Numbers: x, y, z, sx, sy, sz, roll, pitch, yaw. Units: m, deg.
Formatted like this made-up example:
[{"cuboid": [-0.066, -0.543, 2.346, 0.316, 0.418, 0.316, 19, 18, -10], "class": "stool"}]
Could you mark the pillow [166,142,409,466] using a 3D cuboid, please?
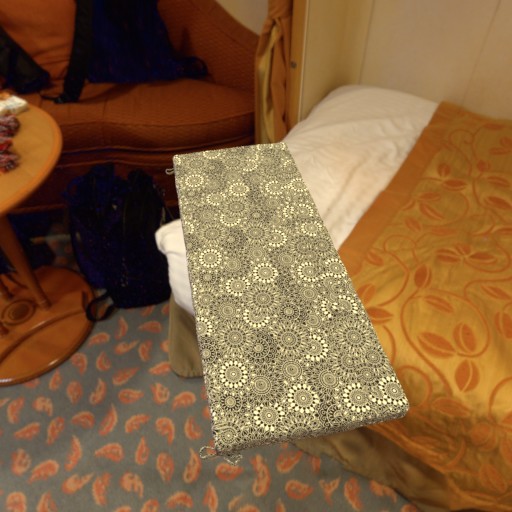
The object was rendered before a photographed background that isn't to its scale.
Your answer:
[{"cuboid": [0.000, 0.000, 1.383, 0.492, 0.081, 1.187, -9, 47, -8], "class": "pillow"}]
